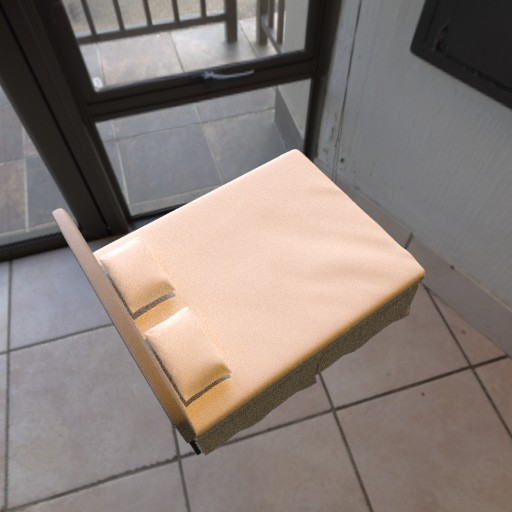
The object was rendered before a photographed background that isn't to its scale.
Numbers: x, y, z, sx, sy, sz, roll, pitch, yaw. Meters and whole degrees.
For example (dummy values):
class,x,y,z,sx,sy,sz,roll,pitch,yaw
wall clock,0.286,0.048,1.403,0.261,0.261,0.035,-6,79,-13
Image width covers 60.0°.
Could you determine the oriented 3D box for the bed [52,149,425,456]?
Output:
class,x,y,z,sx,sy,sz,roll,pitch,yaw
bed,0.000,0.000,3.043,2.005,1.410,1.607,-31,62,-18
